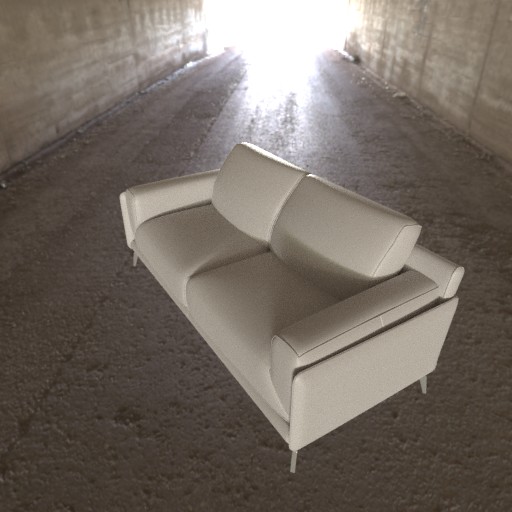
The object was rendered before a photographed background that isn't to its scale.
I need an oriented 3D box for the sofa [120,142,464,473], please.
[{"bbox_3d":[0.000,0.000,2.634,1.049,0.930,2.101,-18,35,-28],"label":"sofa"}]
